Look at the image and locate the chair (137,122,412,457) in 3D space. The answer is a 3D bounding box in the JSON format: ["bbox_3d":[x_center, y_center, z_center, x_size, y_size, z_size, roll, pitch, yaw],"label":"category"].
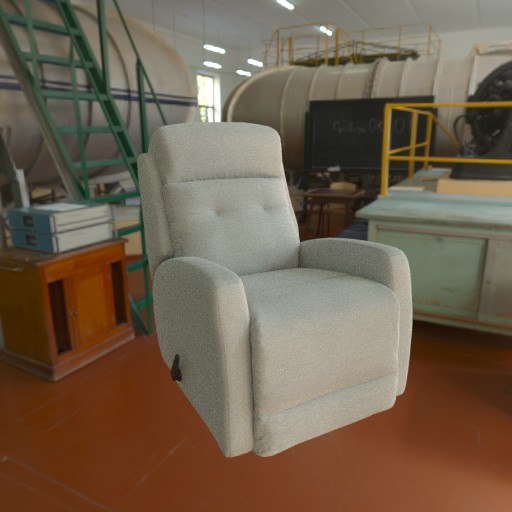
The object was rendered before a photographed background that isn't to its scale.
[{"bbox_3d":[0.000,0.000,1.726,0.798,1.013,1.043,-8,18,-27],"label":"chair"}]
